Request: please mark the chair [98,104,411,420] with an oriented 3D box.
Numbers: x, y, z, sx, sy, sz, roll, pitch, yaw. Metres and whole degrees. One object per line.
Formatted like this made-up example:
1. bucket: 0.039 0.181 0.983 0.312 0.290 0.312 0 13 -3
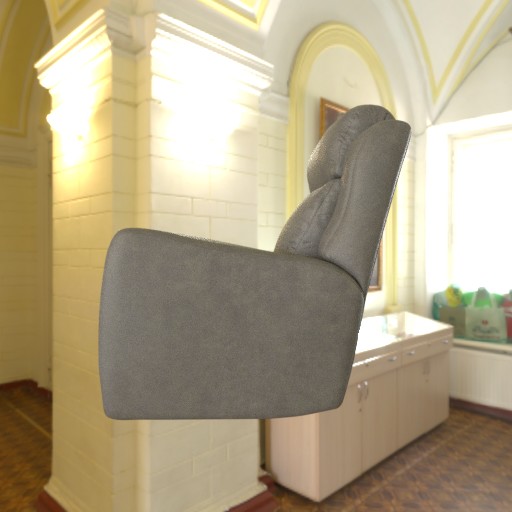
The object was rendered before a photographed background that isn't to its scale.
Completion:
1. chair: 0.000 0.000 1.912 1.068 1.116 0.965 0 0 0
